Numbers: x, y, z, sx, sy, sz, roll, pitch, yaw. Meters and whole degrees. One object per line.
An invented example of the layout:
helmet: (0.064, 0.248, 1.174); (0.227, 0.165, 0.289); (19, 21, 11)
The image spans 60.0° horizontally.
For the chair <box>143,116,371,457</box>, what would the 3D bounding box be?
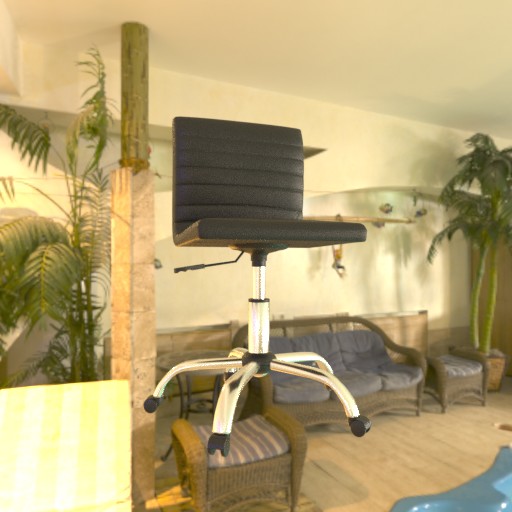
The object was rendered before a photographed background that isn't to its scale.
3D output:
chair: (0.000, 0.000, 1.142); (0.556, 0.780, 0.530); (0, -1, -18)
